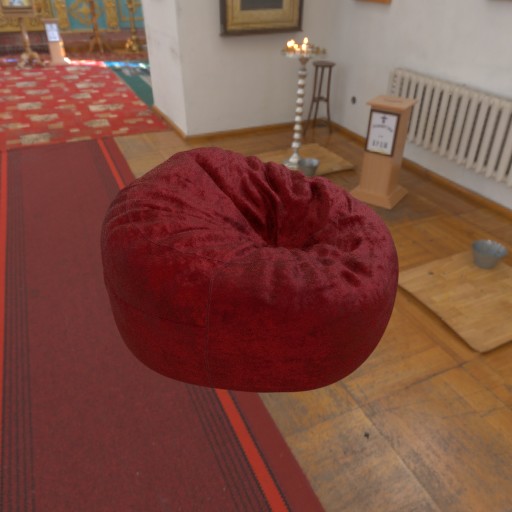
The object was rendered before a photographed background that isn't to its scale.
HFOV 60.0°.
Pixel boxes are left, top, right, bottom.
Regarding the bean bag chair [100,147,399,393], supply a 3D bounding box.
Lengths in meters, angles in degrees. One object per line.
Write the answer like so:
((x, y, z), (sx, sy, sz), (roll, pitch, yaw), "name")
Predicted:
((0.000, 0.000, 2.447), (1.524, 0.878, 1.524), (11, 33, 17), "bean bag chair")
